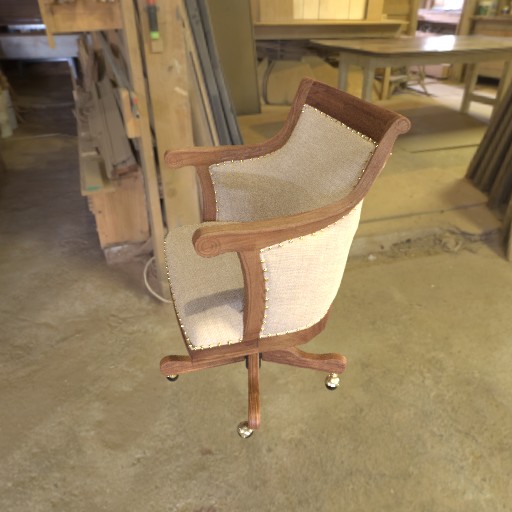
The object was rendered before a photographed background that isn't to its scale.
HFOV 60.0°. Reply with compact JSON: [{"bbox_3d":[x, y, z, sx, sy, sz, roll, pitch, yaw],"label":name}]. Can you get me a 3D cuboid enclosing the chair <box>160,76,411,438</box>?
[{"bbox_3d":[0.000,0.000,1.411,0.689,0.965,0.656,-8,32,-14],"label":"chair"}]
